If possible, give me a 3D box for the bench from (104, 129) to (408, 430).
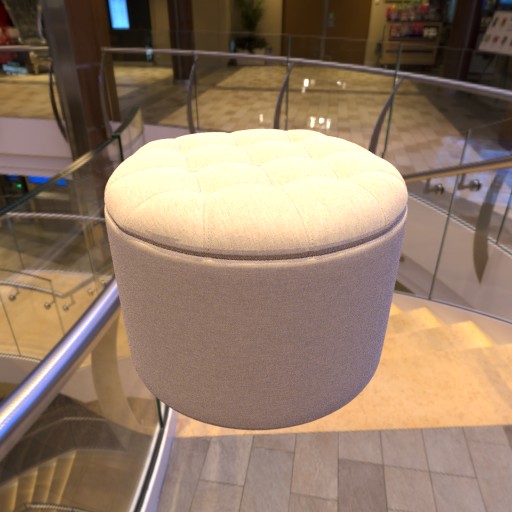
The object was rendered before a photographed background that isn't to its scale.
[{"bbox_3d":[0.000,0.000,0.984,0.600,0.454,0.600,0,29,0],"label":"bench"}]
